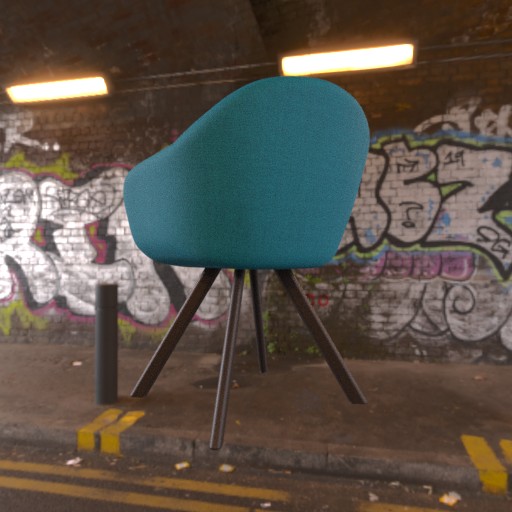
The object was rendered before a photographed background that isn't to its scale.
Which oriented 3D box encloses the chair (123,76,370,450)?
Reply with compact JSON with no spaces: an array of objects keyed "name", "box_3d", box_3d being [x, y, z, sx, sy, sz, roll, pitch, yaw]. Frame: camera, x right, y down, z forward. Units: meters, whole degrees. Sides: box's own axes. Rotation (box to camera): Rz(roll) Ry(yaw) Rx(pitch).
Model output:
[{"name":"chair","box_3d":[0.000,0.000,1.195,0.590,0.795,0.550,0,0,-37]}]
